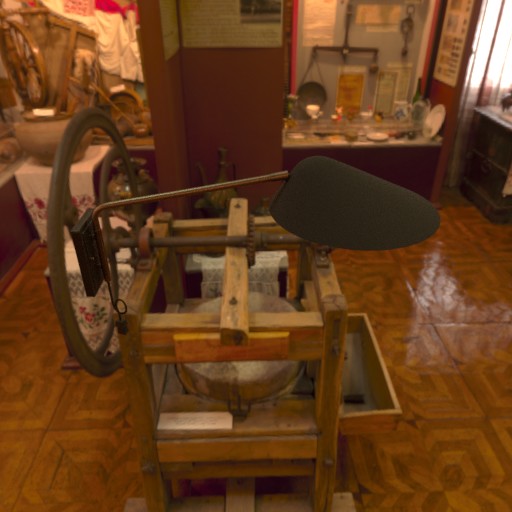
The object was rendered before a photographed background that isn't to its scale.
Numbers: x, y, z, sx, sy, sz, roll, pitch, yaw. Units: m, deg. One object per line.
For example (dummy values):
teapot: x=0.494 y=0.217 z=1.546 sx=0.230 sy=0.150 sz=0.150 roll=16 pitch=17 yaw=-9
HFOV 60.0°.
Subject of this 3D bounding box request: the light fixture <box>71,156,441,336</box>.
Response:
light fixture: x=0.000 y=0.000 z=0.680 sx=0.516 sy=0.312 sz=0.240 roll=0 pitch=32 yaw=0
